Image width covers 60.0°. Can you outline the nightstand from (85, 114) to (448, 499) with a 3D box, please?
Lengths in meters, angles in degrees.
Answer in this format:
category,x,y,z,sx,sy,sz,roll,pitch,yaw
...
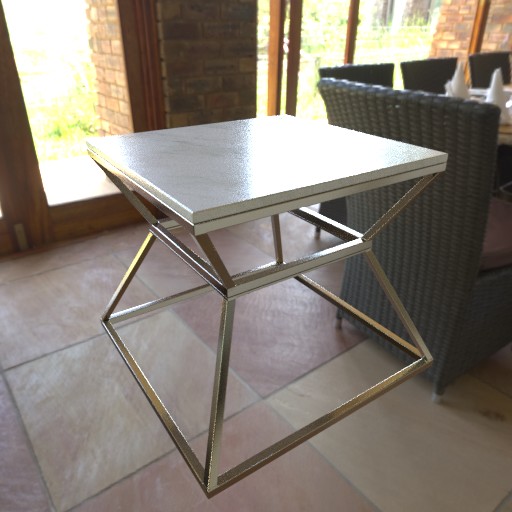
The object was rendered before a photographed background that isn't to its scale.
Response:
category,x,y,z,sx,sy,sz,roll,pitch,yaw
nightstand,0.000,0.000,0.860,0.513,0.426,0.514,-17,32,-30
